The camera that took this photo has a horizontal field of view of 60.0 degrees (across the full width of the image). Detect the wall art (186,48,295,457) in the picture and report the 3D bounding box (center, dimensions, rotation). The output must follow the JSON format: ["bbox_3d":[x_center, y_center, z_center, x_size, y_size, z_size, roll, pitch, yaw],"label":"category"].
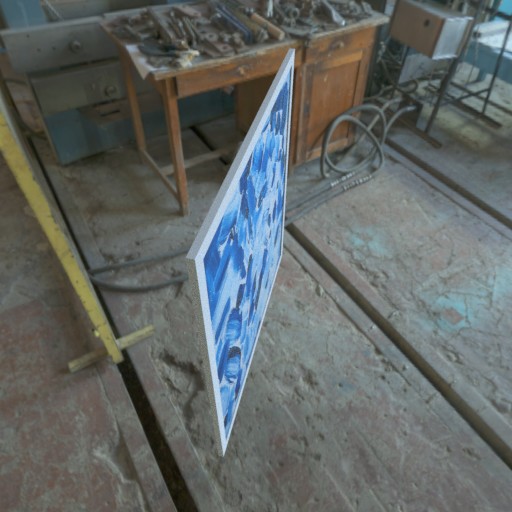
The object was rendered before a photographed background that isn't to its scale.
[{"bbox_3d":[0.000,0.000,1.230,0.015,0.812,0.812,10,47,10],"label":"wall art"}]
